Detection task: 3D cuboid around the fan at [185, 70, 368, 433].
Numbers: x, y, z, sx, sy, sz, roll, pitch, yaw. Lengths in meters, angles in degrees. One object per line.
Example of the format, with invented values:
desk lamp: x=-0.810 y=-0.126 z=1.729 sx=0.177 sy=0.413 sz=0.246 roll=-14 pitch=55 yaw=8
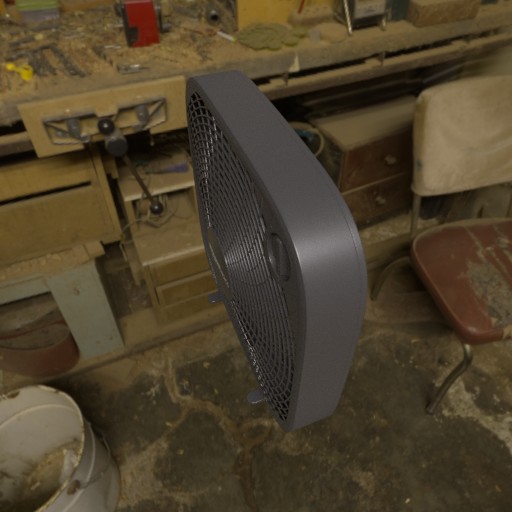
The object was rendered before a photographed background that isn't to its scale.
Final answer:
fan: x=0.000 y=0.000 z=0.793 sx=0.142 sy=0.533 sz=0.526 roll=-16 pitch=49 yaw=-14
